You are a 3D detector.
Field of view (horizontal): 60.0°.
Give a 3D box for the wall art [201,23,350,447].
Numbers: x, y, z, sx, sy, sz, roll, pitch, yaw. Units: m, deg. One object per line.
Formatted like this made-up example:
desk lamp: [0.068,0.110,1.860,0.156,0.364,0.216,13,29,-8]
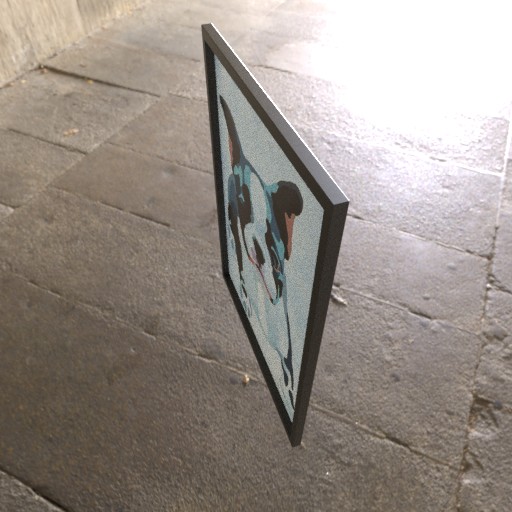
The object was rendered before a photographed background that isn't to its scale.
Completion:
wall art: [0.000,0.000,1.306,0.030,1.027,0.774,-15,49,-13]
